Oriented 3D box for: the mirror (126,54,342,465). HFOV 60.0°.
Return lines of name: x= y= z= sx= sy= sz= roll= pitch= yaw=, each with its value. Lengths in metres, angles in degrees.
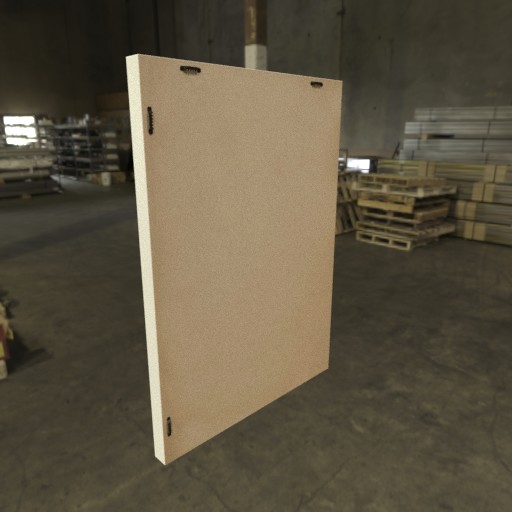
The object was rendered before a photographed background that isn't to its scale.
mirror: x=0.000 y=0.000 z=0.916 sx=0.507 sy=0.710 sz=0.040 roll=-15 pitch=21 yaw=-42
